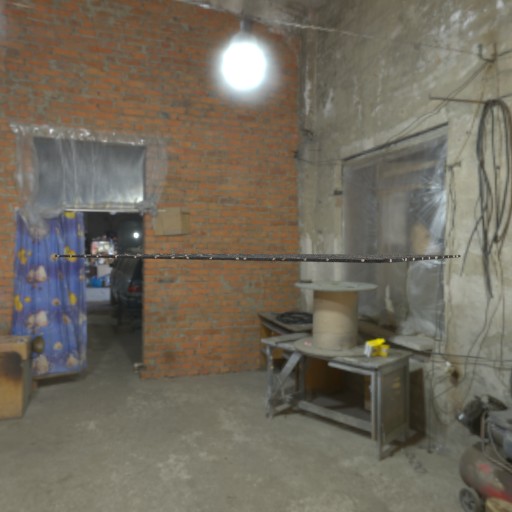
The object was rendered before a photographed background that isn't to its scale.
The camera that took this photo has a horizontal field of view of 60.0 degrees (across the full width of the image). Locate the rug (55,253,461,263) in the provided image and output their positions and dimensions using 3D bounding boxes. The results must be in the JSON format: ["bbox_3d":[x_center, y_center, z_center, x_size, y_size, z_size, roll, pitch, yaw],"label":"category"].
[{"bbox_3d":[0.000,0.000,2.385,1.830,0.013,1.223,1,1,35],"label":"rug"}]
